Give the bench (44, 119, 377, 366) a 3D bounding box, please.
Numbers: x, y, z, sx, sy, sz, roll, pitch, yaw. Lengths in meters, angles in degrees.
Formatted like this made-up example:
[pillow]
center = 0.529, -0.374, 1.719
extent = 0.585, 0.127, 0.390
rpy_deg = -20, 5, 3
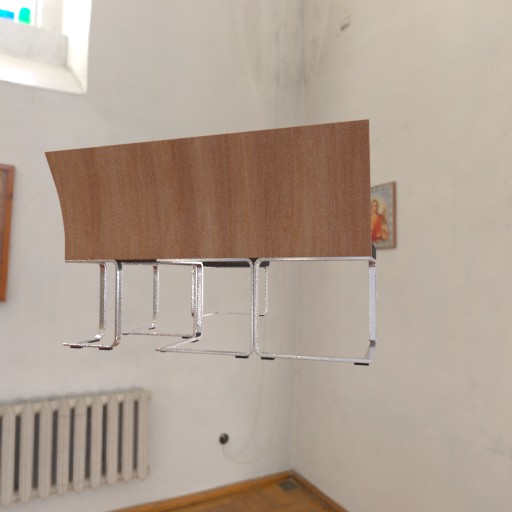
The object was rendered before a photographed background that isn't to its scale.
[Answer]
[bench]
center = 0.000, 0.000, 2.786
extent = 1.495, 0.930, 1.945
rpy_deg = -1, -3, 17
